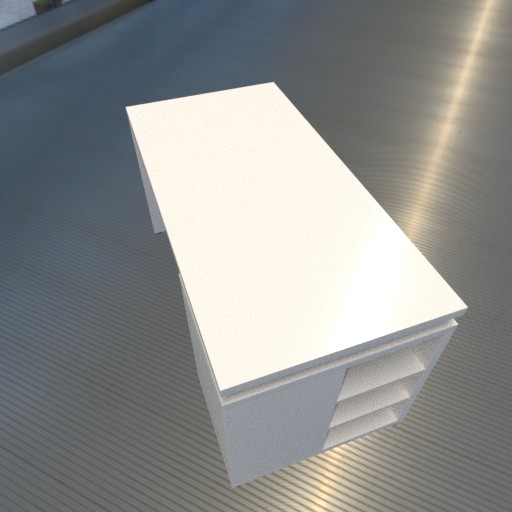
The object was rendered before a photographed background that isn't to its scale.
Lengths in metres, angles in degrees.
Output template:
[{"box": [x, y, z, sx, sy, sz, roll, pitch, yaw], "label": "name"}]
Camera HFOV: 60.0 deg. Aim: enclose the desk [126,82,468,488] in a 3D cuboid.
[{"box": [0.000, 0.000, 1.819, 0.690, 0.740, 1.400, -15, 48, -14], "label": "desk"}]
